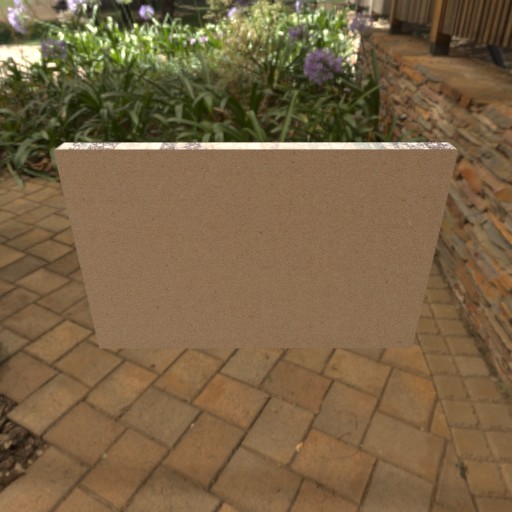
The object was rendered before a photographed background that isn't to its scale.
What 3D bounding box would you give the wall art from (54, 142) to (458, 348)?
[{"bbox_3d":[0.000,0.000,0.793,0.618,0.398,0.042,0,30,0],"label":"wall art"}]
